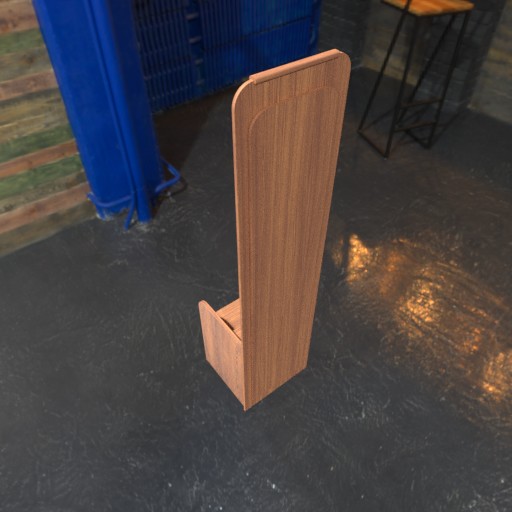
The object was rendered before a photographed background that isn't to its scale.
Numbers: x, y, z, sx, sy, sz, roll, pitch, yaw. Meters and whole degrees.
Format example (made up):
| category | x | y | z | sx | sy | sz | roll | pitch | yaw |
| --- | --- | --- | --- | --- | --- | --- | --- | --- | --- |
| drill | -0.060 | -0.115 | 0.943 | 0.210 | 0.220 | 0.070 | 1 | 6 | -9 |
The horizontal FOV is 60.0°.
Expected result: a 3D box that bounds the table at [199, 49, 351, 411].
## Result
| category | x | y | z | sx | sy | sz | roll | pitch | yaw |
| --- | --- | --- | --- | --- | --- | --- | --- | --- | --- |
| table | 0.000 | 0.000 | 1.997 | 0.450 | 1.830 | 0.420 | -28 | 51 | -26 |
